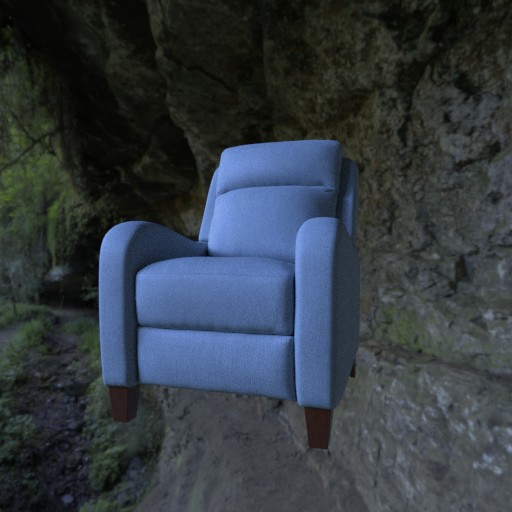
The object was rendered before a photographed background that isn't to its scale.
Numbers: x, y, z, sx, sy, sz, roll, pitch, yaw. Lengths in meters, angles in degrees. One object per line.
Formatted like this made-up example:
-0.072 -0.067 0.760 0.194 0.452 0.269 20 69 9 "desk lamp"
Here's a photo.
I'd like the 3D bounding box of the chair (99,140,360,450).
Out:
0.000 0.000 1.758 0.785 1.067 0.988 0 1 17 "chair"
